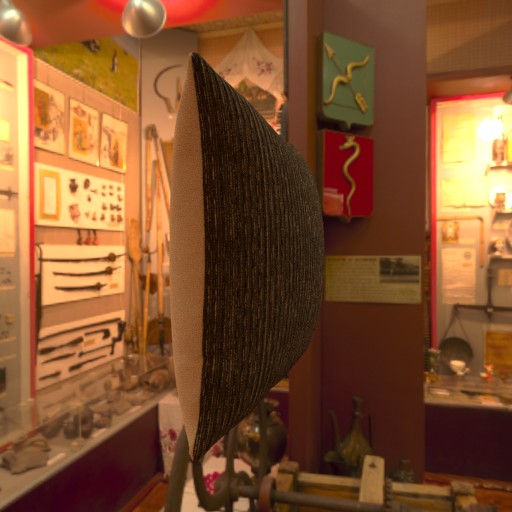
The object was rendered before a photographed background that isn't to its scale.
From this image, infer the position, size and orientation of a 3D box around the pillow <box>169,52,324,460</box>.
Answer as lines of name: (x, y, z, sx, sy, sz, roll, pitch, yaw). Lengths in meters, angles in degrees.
pillow: (0.000, 0.000, 0.668, 0.196, 0.434, 0.433, 0, 1, 18)
